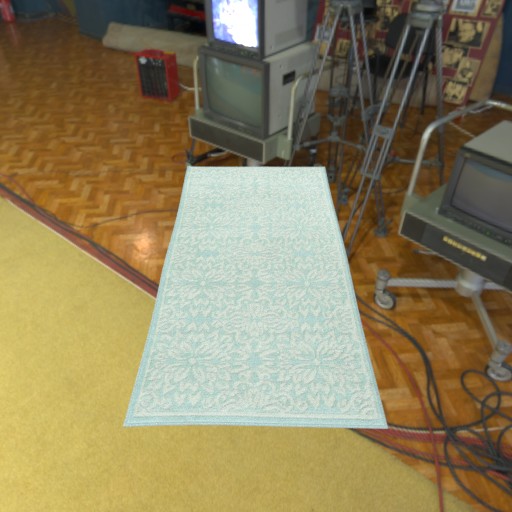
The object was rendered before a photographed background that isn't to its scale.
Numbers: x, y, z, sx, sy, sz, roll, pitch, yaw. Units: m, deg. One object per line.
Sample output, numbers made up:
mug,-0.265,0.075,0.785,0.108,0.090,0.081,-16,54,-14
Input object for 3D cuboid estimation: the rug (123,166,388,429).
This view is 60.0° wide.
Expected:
rug,0.000,0.000,1.475,0.604,0.007,1.219,0,40,0
